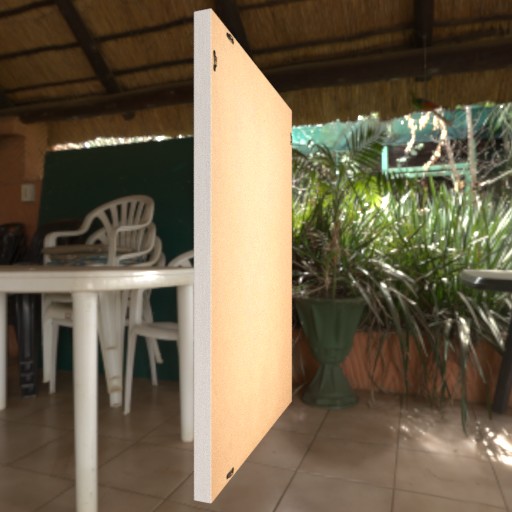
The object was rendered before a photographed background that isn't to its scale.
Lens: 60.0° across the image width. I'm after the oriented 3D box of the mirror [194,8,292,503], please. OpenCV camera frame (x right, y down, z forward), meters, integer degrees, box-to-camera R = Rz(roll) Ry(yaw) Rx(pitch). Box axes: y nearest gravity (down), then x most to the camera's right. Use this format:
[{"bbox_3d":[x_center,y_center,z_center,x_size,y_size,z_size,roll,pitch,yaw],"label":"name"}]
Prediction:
[{"bbox_3d":[0.000,0.000,1.112,0.040,0.915,0.609,0,0,19],"label":"mirror"}]
